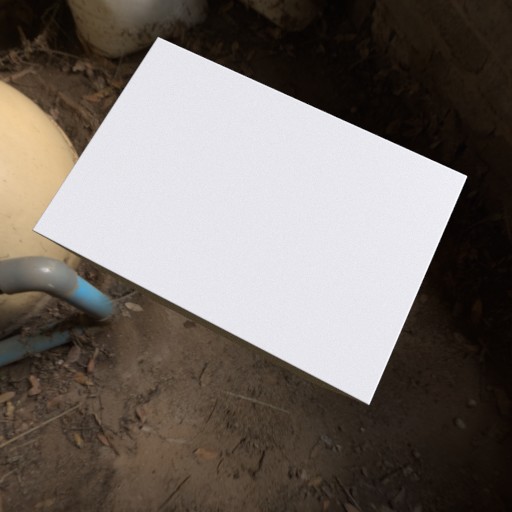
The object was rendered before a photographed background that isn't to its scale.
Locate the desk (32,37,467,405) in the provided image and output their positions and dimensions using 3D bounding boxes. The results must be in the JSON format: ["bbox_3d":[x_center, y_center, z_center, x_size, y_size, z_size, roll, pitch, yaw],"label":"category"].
[{"bbox_3d":[0.000,0.000,1.075,0.600,0.730,0.404,26,78,6],"label":"desk"}]
